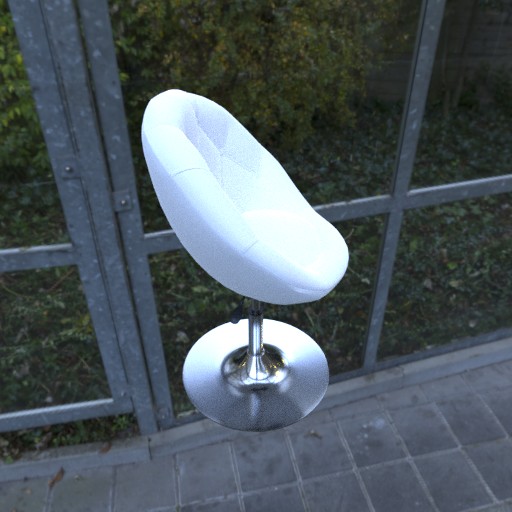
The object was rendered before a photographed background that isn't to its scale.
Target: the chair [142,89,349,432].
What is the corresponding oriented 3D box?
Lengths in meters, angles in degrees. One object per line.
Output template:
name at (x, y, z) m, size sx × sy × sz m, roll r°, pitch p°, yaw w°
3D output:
chair at (0.000, 0.000, 1.803) m, size 0.736 × 1.261 × 0.940 m, roll 1°, pitch 32°, yaw 1°
